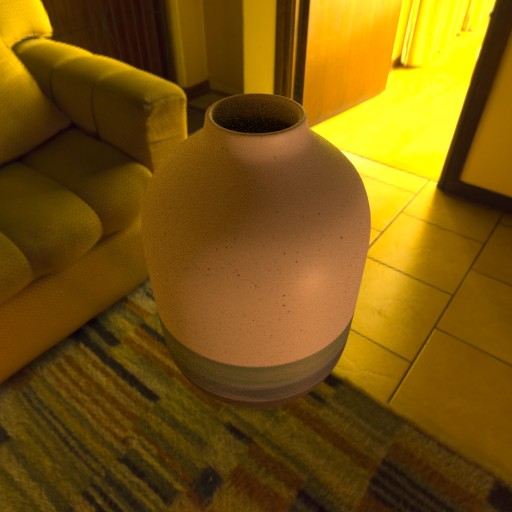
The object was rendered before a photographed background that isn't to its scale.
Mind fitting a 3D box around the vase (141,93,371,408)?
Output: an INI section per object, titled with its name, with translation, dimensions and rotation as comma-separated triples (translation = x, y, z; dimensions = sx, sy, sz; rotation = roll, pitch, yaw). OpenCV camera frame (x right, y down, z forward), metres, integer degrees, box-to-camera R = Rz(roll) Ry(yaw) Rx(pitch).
[vase]
translation = 0.000, 0.000, 0.356
dimensions = 0.169, 0.240, 0.169
rotation = 0, 42, 0
